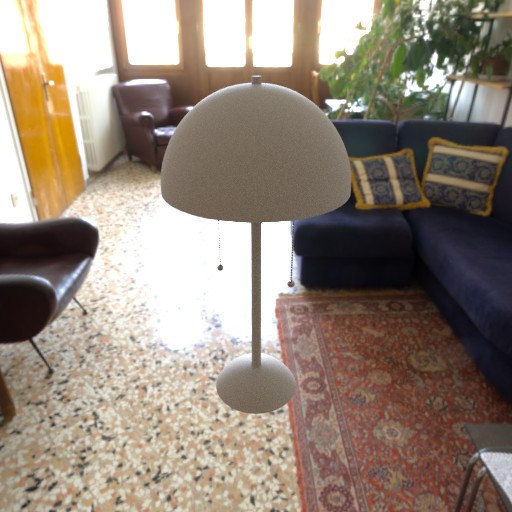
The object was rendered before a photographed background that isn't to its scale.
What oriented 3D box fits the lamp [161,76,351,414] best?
[{"bbox_3d":[0.000,0.000,0.438,0.171,0.330,0.171,0,27,0],"label":"lamp"}]
